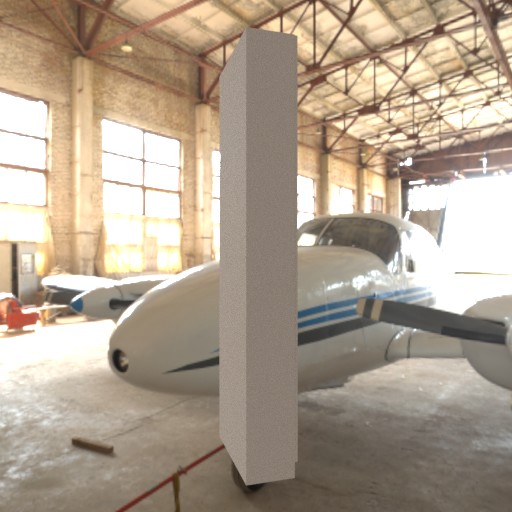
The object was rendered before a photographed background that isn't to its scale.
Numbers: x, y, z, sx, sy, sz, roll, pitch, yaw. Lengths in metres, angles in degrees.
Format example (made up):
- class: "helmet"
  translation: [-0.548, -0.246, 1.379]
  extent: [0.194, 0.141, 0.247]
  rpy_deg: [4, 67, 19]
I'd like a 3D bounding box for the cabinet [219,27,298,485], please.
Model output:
- class: "cabinet"
  translation: [0.000, 0.000, 2.003]
  extent: [0.230, 1.790, 0.500]
  rpy_deg: [0, 0, -17]
